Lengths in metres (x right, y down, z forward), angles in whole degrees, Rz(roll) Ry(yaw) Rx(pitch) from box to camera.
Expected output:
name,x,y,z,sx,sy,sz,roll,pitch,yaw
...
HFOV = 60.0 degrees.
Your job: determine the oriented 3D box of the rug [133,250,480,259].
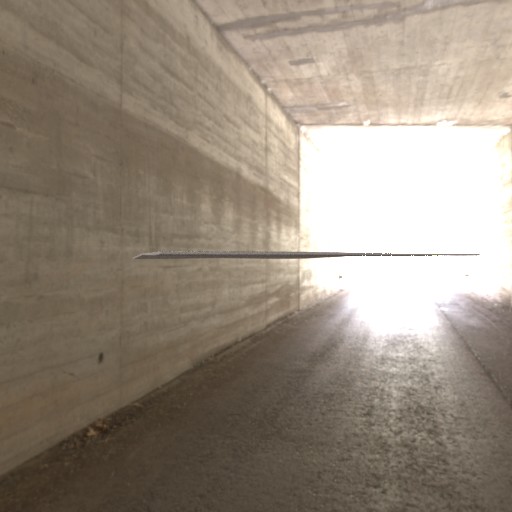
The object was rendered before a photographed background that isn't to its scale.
name,x,y,z,sx,sy,sz,roll,pitch,yaw
rug,0.000,0.000,2.274,1.149,0.021,1.773,0,-1,-18
